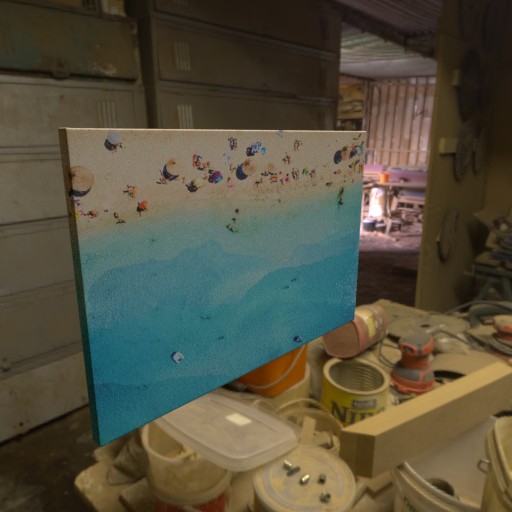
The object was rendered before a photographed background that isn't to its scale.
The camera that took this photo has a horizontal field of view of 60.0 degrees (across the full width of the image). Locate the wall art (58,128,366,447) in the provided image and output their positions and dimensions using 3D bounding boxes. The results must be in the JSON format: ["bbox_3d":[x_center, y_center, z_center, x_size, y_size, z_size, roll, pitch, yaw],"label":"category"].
[{"bbox_3d":[0.000,0.000,1.406,1.136,0.769,0.040,-15,21,-43],"label":"wall art"}]
